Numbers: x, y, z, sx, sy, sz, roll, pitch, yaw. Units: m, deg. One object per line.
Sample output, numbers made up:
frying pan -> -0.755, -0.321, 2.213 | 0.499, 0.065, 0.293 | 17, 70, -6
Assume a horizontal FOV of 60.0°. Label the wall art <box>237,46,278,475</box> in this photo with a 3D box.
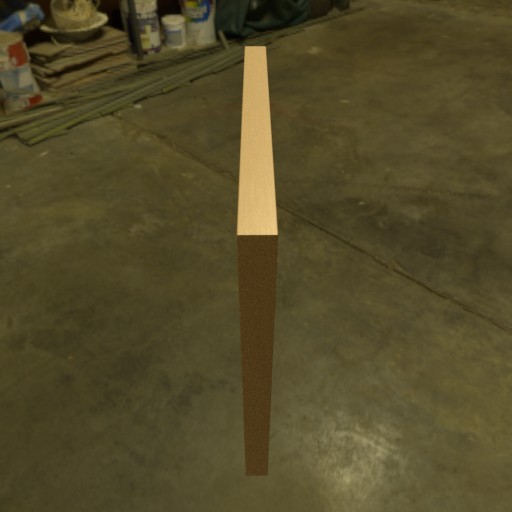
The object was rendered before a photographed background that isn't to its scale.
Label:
wall art -> 0.000, 0.000, 0.742 | 0.036, 0.509, 0.509 | 0, 42, 0
